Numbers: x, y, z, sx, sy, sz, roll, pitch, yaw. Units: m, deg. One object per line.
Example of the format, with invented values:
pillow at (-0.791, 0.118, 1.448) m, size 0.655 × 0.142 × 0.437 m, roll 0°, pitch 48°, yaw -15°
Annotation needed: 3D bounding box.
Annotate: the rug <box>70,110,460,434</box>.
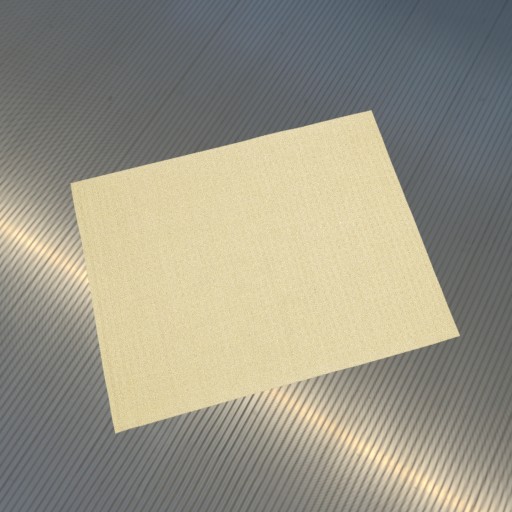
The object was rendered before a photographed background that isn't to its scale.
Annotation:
rug at (0.000, 0.000, 4.257) m, size 3.204 × 0.016 × 2.452 m, roll -15°, pitch 75°, yaw -4°
